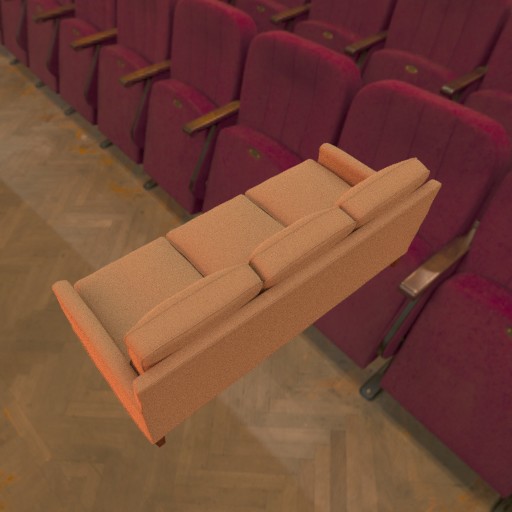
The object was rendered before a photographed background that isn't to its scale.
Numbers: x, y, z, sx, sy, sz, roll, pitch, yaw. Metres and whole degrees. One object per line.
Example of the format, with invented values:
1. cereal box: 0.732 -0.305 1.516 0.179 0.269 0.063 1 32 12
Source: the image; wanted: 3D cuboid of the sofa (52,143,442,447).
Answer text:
1. sofa: 0.000 0.000 2.831 2.246 1.003 1.084 -32 55 -26
